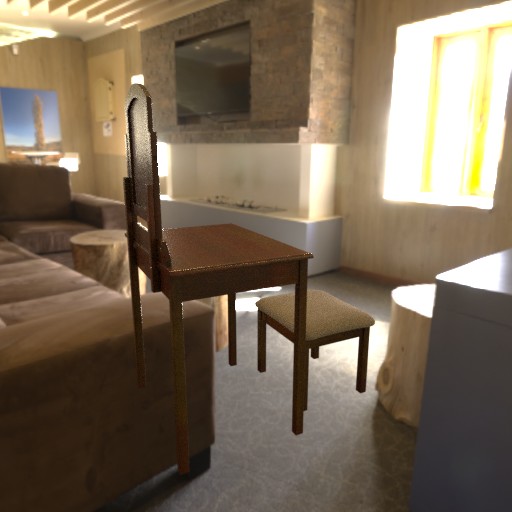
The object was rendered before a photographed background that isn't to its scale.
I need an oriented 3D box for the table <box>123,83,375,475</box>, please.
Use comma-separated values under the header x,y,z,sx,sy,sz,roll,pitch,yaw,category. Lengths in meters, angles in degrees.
x,y,z,sx,sy,sz,roll,pitch,yaw,category
0.000,0.000,2.320,1.211,1.631,0.876,-7,16,-26,table
